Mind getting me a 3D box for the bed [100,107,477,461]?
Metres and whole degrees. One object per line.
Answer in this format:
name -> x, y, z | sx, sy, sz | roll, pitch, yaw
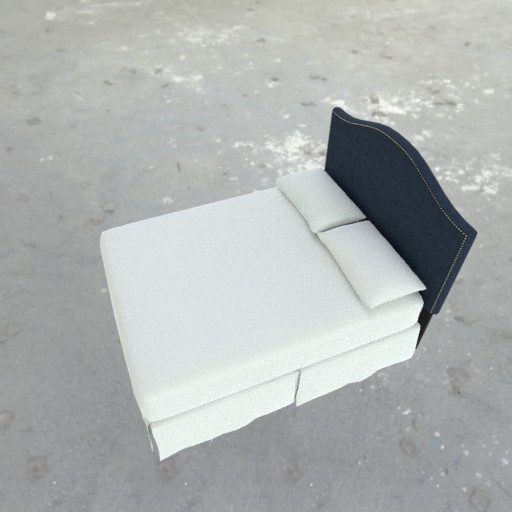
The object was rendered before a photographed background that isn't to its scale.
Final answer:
bed -> 0.000, 0.000, 3.233 | 2.153, 1.518, 1.725 | -16, 48, -15
